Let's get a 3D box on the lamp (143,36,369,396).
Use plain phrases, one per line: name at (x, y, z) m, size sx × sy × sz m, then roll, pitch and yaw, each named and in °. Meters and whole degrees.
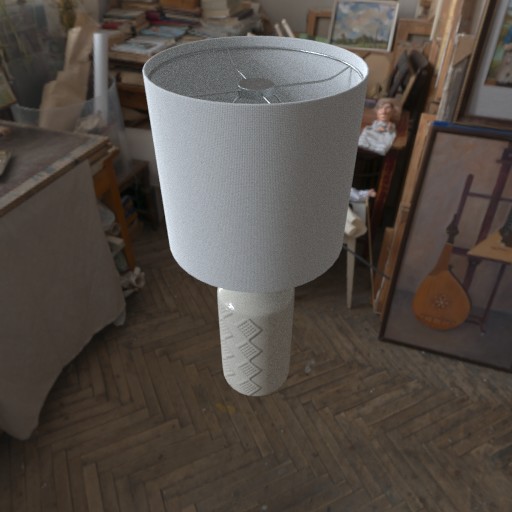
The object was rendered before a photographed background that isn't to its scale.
lamp at (0.000, 0.000, 0.557) m, size 0.207 × 0.461 × 0.207 m, roll -12°, pitch 41°, yaw -14°
